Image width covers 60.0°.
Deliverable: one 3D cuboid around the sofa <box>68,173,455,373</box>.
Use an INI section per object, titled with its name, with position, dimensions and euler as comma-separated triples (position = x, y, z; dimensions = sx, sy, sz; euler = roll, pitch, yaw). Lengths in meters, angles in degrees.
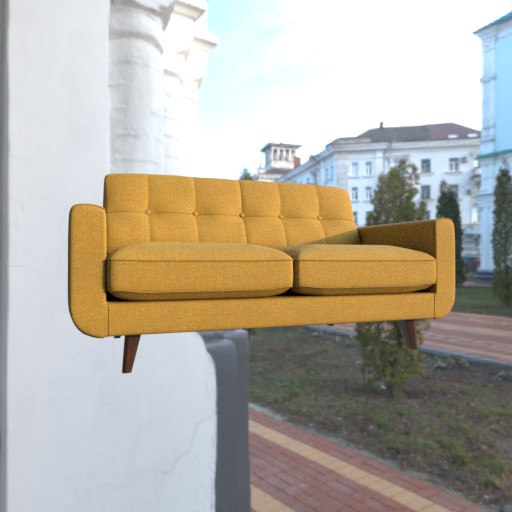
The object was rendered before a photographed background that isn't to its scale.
[sofa]
position = 0.000, 0.000, 2.140
dimensions = 1.631, 0.841, 0.909
euler = 0, -1, -20
